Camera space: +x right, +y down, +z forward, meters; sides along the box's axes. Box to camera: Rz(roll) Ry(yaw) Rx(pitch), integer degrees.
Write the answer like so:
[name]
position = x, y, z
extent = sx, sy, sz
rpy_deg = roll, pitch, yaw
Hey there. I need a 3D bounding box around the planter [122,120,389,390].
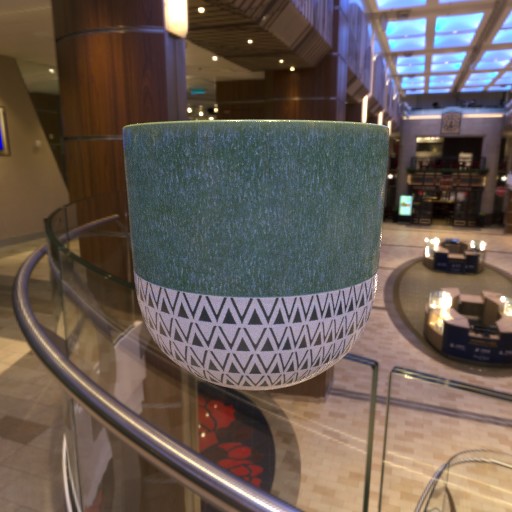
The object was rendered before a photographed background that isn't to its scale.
[planter]
position = 0.000, 0.000, 0.489
extent = 0.266, 0.270, 0.266
rpy_deg = 0, 13, 0
